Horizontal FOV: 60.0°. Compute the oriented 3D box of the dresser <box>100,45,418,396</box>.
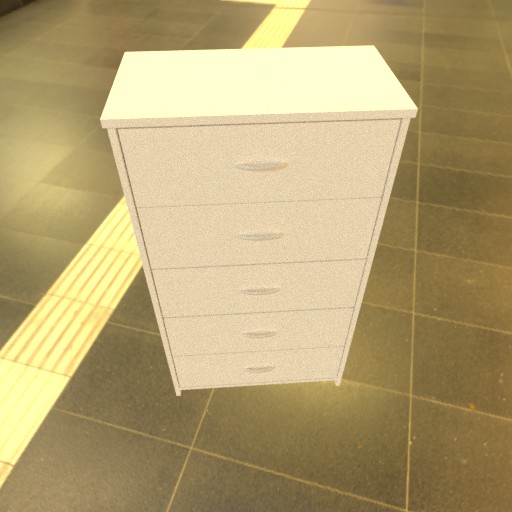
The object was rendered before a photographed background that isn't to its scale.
[{"bbox_3d":[0.000,0.000,1.552,0.704,1.255,0.399,-3,45,-3],"label":"dresser"}]
